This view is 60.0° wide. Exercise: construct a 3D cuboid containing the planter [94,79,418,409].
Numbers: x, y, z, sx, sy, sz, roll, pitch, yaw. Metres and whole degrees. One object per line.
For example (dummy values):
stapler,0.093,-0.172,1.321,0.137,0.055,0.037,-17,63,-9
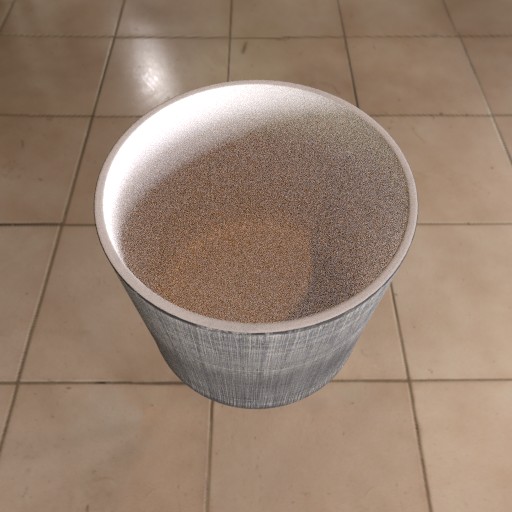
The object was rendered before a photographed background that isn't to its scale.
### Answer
planter,0.000,0.000,0.314,0.178,0.157,0.178,0,59,0
